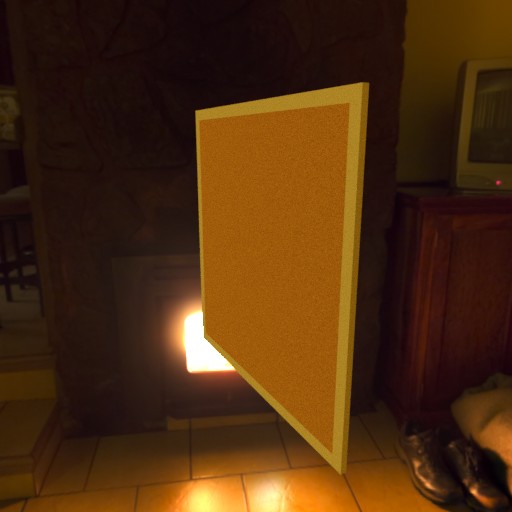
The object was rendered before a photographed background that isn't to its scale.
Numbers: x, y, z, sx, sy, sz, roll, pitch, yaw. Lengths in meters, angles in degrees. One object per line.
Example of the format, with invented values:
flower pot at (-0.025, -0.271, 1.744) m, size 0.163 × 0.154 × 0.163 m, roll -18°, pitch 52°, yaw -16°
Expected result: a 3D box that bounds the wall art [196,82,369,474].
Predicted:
wall art at (0.000, 0.000, 0.690) m, size 0.009 × 0.457 × 0.456 m, roll -8°, pitch 16°, yaw -28°
